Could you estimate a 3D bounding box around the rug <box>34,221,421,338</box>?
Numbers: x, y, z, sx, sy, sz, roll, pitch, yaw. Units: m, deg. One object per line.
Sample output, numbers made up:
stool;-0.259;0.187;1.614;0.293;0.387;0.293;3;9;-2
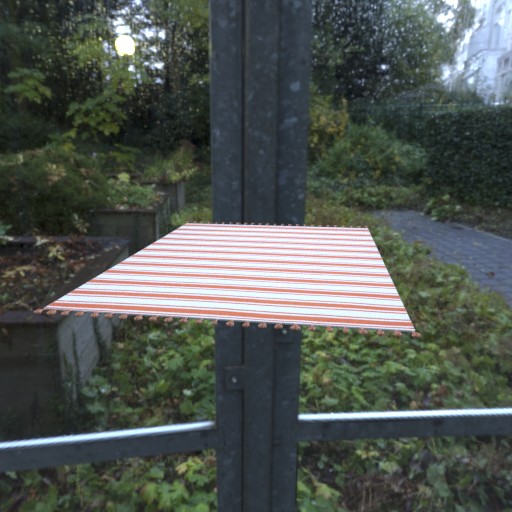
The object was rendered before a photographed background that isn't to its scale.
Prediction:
rug;0.000;0.000;4.342;2.451;0.035;3.369;2;15;8
